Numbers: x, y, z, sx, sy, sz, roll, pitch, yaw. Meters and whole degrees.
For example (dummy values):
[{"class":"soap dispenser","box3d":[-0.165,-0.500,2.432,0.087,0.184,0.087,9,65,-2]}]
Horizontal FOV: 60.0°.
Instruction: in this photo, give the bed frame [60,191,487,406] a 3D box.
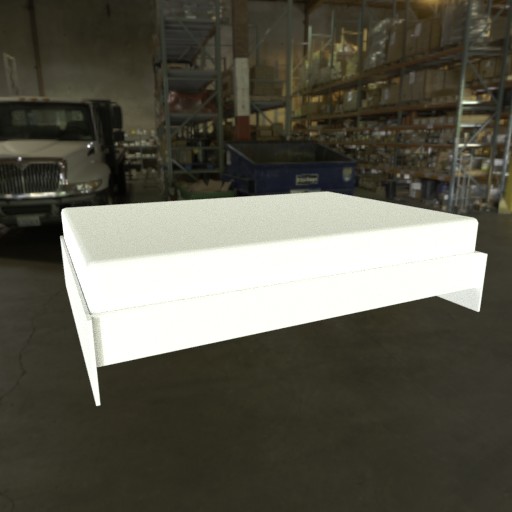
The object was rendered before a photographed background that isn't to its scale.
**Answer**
[{"class":"bed frame","box3d":[0.000,0.000,2.509,1.945,0.497,1.445,-7,17,-25]}]
